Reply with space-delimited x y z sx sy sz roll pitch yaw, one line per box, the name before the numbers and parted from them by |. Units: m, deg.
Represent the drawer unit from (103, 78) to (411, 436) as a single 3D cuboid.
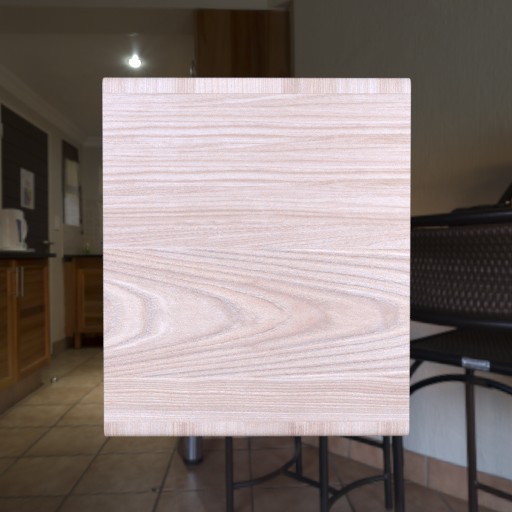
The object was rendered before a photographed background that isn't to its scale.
drawer unit | 0.000 0.000 0.591 0.290 0.344 0.344 0 1 0
